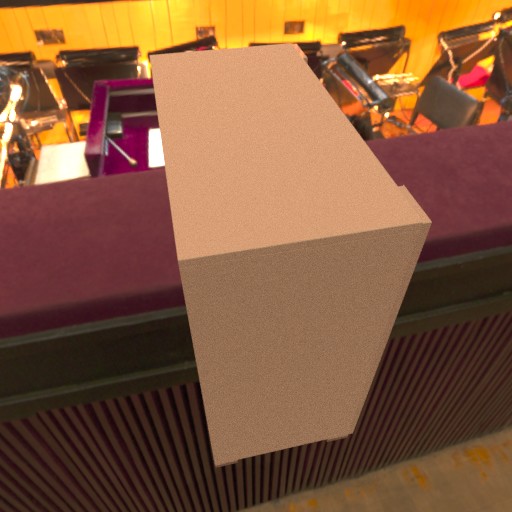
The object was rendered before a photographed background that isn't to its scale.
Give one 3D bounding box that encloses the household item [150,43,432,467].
[{"bbox_3d":[0.000,0.000,1.284,0.420,0.870,0.800,-9,46,-9],"label":"household item"}]
